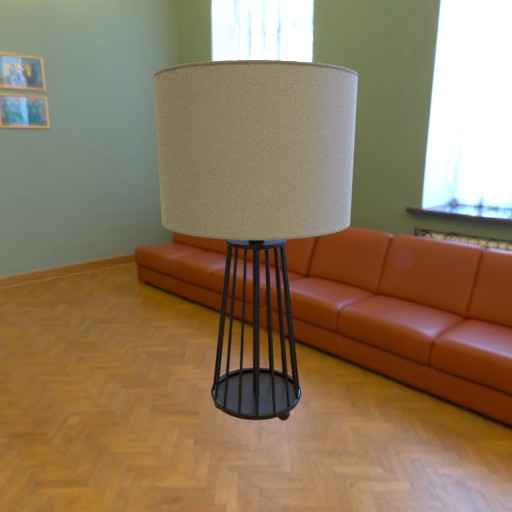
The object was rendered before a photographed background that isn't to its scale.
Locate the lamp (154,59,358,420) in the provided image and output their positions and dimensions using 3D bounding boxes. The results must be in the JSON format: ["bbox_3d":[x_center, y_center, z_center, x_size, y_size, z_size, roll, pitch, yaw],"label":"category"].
[{"bbox_3d":[0.000,0.000,0.788,0.322,0.593,0.322,13,19,42],"label":"lamp"}]
